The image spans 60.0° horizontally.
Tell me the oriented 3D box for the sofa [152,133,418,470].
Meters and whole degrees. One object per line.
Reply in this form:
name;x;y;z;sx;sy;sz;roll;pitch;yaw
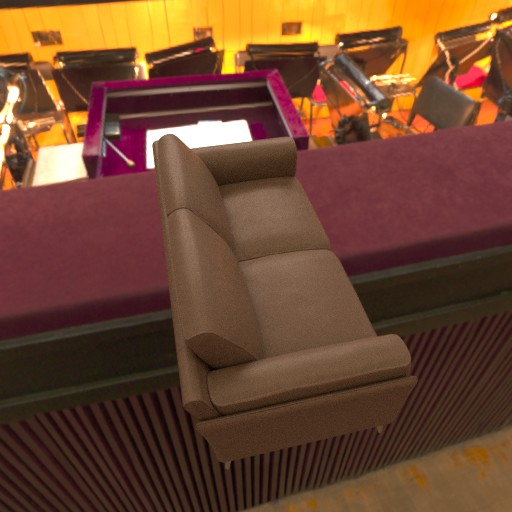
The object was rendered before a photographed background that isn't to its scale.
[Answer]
sofa;0.000;0.000;2.696;1.049;0.930;2.101;-9;46;-9
